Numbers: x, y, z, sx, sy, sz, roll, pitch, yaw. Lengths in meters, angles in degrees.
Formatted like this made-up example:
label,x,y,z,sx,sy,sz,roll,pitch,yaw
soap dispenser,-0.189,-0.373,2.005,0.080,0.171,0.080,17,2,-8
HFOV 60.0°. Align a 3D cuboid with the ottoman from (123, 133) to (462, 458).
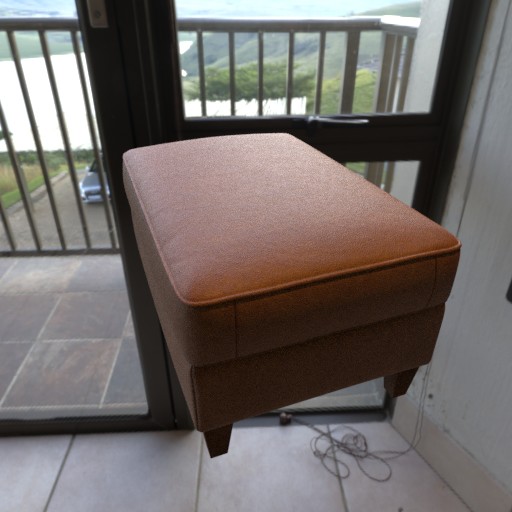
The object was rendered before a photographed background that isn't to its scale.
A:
label,x,y,z,sx,sy,sz,roll,pitch,yaw
ottoman,0.000,0.000,1.190,0.584,0.483,0.864,-11,32,-18
